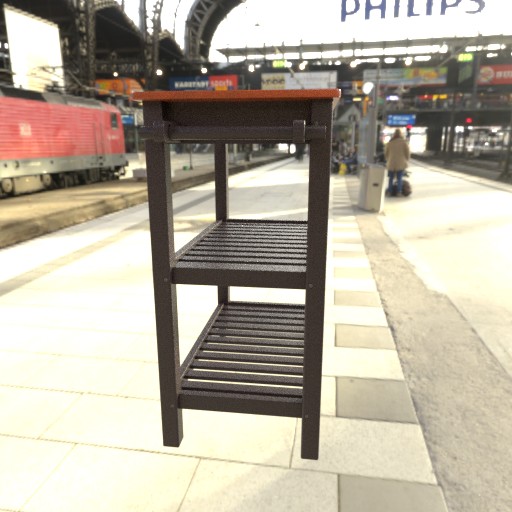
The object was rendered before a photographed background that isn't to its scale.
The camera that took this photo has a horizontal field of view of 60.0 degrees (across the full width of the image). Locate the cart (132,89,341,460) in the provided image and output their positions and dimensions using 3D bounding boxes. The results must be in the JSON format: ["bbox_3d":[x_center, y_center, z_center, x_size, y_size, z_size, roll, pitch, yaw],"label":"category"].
[{"bbox_3d":[0.000,0.000,1.431,0.457,0.927,0.899,2,15,7],"label":"cart"}]
